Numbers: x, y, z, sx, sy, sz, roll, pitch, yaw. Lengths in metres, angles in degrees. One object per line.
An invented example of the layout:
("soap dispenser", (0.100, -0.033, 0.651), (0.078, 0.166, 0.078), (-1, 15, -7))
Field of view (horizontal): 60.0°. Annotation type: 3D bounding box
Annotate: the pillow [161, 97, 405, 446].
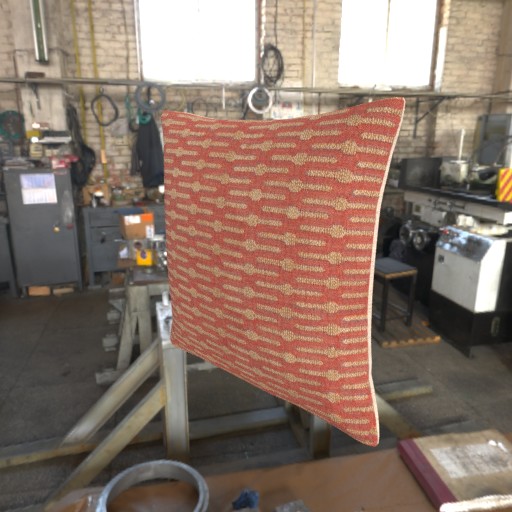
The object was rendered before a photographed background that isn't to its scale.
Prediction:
("pillow", (0.000, 0.000, 0.776), (0.511, 0.503, 0.182), (14, 20, 41))
